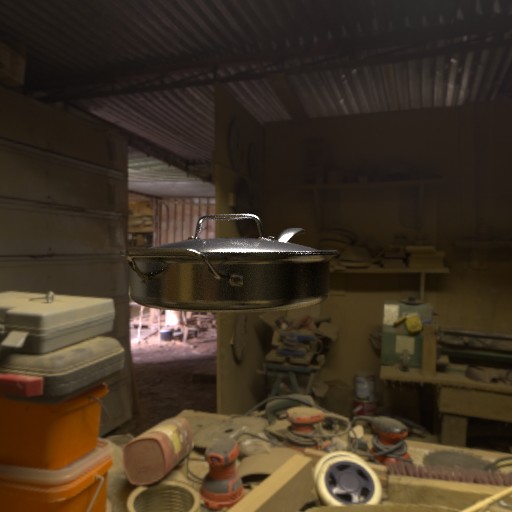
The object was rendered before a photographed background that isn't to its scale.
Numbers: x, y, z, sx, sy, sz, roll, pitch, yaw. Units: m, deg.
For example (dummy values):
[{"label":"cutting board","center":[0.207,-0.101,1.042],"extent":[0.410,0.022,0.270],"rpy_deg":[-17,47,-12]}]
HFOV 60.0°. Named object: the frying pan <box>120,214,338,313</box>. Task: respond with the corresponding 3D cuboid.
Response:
[{"label":"frying pan","center":[0.000,0.000,0.681],"extent":[0.280,0.114,0.561],"rpy_deg":[0,1,19]}]
